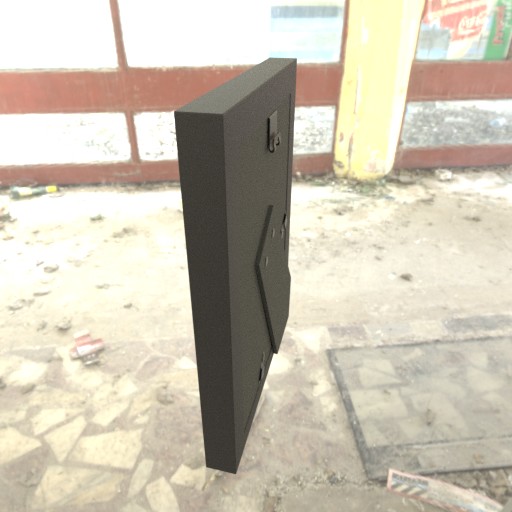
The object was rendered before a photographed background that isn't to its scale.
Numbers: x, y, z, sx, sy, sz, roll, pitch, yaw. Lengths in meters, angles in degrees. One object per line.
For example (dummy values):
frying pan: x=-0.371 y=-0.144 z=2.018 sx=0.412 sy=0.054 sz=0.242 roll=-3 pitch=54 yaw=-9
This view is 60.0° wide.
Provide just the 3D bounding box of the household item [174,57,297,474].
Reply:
household item: x=0.000 y=0.000 z=0.234 sx=0.022 sy=0.178 sz=0.133 roll=7 pitch=31 yaw=12
